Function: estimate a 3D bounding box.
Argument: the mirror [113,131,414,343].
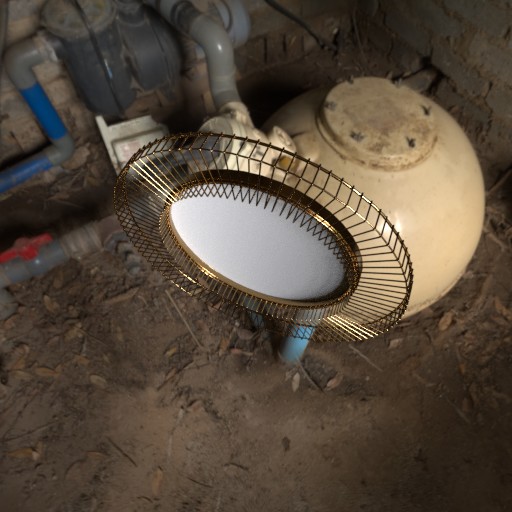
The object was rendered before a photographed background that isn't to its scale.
[{"bbox_3d":[0.000,0.000,1.040,0.703,0.703,0.067,18,60,11],"label":"mirror"}]
